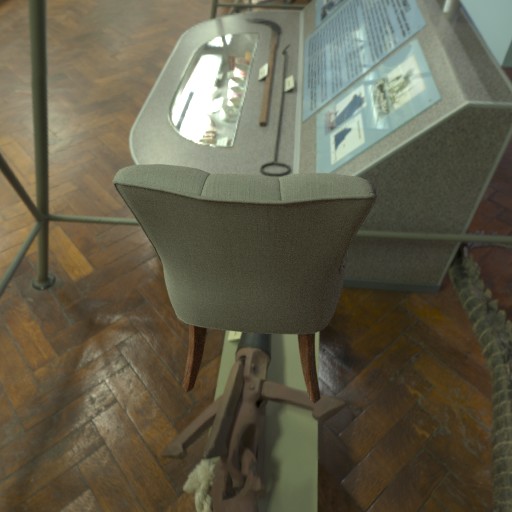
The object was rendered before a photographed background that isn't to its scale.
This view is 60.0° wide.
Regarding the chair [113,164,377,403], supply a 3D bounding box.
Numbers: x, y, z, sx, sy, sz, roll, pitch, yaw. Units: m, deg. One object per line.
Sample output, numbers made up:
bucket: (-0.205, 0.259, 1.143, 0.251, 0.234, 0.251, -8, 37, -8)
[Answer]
chair: (0.000, 0.000, 1.208, 0.509, 0.874, 0.565, 4, 46, 4)
